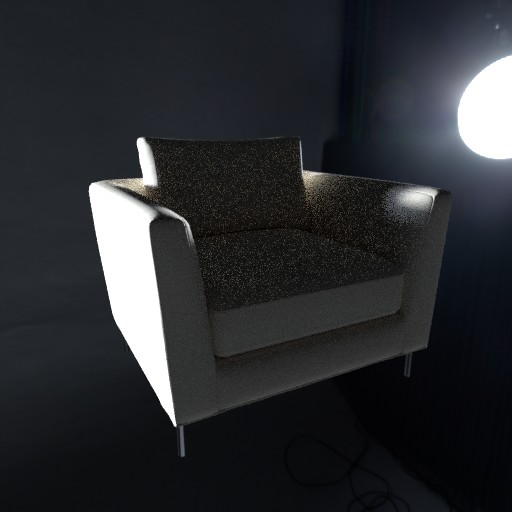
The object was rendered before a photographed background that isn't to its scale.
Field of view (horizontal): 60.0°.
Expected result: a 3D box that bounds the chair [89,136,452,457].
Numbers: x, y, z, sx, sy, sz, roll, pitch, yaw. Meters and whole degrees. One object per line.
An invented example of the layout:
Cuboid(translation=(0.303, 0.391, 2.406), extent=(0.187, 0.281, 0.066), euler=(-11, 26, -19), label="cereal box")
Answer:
Cuboid(translation=(0.000, 0.000, 1.673), extent=(1.041, 0.865, 0.889), euler=(-8, 18, -27), label="chair")
